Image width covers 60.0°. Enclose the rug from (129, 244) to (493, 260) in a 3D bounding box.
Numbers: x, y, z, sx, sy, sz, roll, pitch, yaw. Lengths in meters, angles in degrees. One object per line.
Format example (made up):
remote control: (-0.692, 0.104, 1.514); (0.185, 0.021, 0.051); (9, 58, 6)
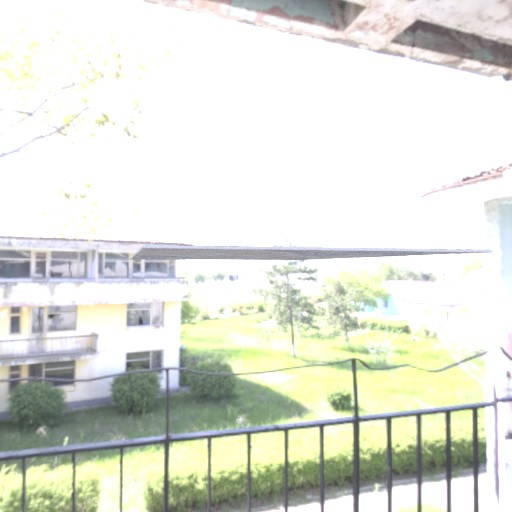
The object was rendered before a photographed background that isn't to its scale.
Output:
rug: (0.000, 0.000, 2.829); (1.514, 0.014, 2.275); (0, -2, -17)
